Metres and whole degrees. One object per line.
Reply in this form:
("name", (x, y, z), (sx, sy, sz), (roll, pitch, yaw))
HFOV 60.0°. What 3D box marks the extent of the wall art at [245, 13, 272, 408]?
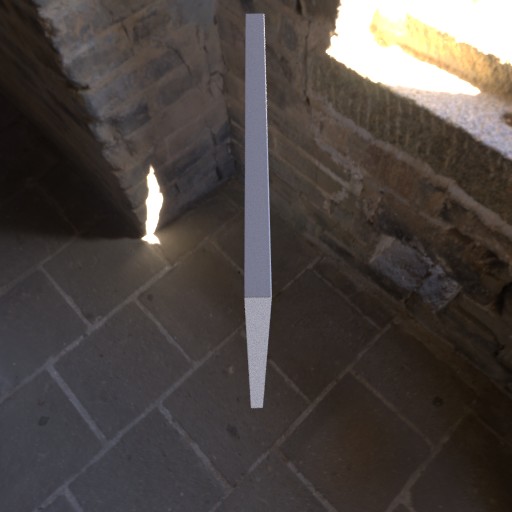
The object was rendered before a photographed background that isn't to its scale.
("wall art", (0.000, 0.000, 0.760), (0.025, 0.608, 0.405), (0, 62, 0))
